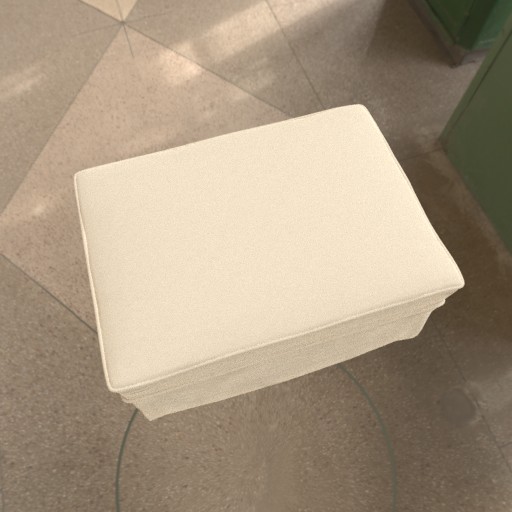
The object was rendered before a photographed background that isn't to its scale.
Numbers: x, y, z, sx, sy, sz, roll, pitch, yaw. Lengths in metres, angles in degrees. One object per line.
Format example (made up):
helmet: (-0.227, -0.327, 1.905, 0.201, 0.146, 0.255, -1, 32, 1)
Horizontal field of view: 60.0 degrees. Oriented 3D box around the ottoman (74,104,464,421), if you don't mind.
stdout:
ottoman: (0.000, 0.000, 1.355, 0.944, 0.479, 0.703, -16, 65, -7)
